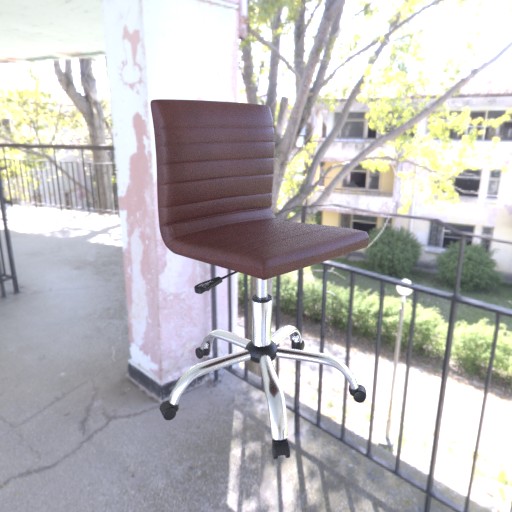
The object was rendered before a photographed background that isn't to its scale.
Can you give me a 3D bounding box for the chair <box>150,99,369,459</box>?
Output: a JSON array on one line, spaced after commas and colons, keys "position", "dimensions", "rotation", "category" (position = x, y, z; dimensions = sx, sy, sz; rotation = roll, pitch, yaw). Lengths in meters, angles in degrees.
[{"position": [0.000, 0.000, 1.162], "dimensions": [0.556, 0.780, 0.530], "rotation": [-15, 22, -42], "category": "chair"}]
